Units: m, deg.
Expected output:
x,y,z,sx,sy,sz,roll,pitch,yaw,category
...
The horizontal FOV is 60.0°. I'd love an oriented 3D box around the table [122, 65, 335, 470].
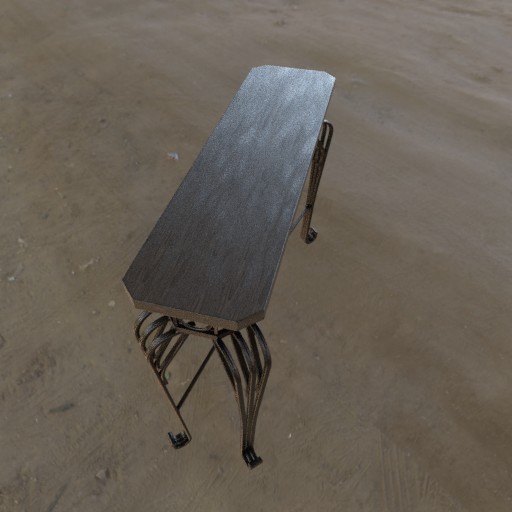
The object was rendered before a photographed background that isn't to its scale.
x,y,z,sx,sy,sz,roll,pitch,yaw,category
0.000,0.000,1.476,0.329,0.800,1.112,11,48,10,table
